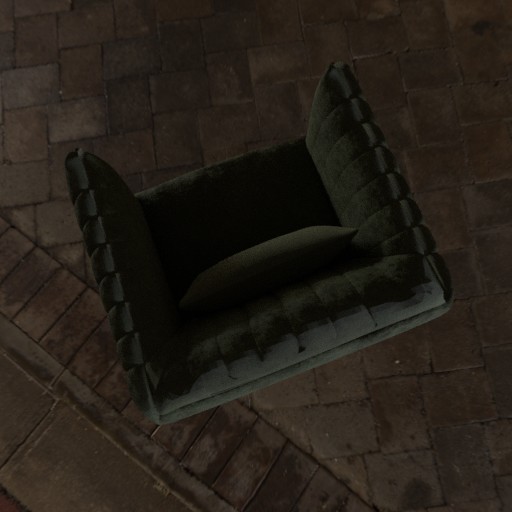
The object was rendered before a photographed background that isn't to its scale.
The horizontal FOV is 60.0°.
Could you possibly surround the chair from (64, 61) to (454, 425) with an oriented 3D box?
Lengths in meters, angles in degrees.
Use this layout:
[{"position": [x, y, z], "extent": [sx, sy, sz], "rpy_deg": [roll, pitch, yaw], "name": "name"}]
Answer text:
[{"position": [0.000, 0.000, 1.658], "extent": [1.032, 0.794, 0.877], "rpy_deg": [-20, 78, -5], "name": "chair"}]
